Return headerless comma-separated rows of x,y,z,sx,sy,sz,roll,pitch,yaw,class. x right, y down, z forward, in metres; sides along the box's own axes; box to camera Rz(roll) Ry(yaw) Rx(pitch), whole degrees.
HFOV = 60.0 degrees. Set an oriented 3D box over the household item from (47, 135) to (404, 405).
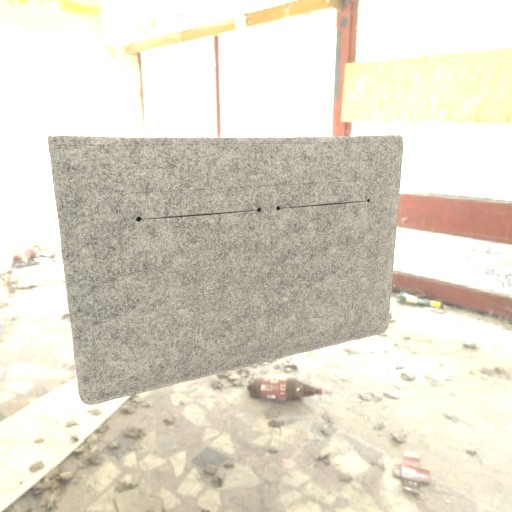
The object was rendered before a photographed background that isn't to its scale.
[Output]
0.000,0.000,0.420,0.335,0.221,0.057,-7,17,-25,household item
